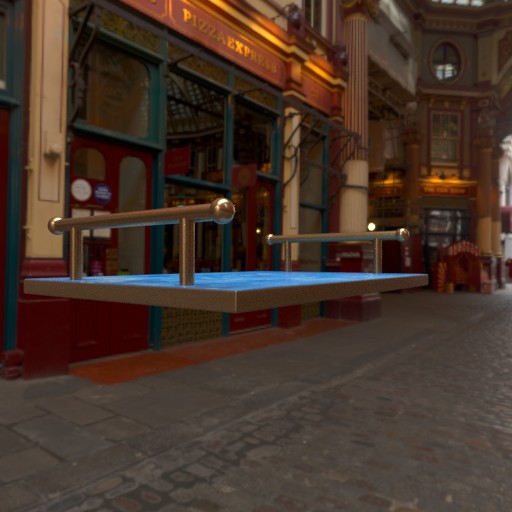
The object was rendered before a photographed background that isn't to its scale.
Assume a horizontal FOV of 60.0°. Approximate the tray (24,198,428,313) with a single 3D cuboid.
[{"bbox_3d":[0.000,0.000,0.571,0.304,0.084,0.444,0,-1,37],"label":"tray"}]
